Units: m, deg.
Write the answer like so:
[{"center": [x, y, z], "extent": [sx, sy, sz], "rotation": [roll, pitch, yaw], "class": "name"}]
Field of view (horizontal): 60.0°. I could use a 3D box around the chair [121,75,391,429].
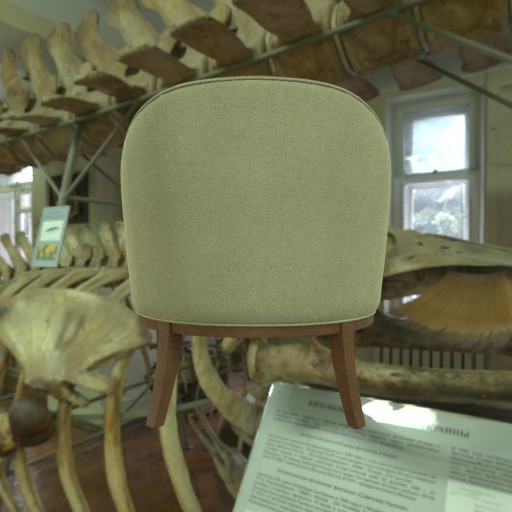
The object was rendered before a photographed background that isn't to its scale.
[{"center": [0.000, 0.000, 1.420], "extent": [0.803, 0.876, 0.735], "rotation": [0, 1, 0], "class": "chair"}]
